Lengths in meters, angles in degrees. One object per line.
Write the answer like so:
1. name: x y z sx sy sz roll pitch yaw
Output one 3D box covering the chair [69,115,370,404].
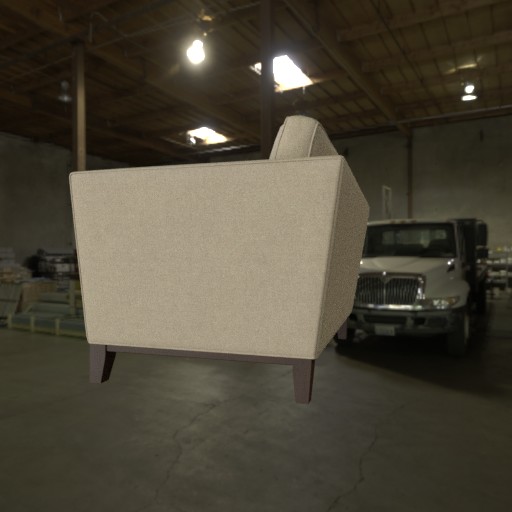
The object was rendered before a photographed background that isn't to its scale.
1. chair: 0.000 0.000 2.081 0.965 0.940 1.397 0 0 17
